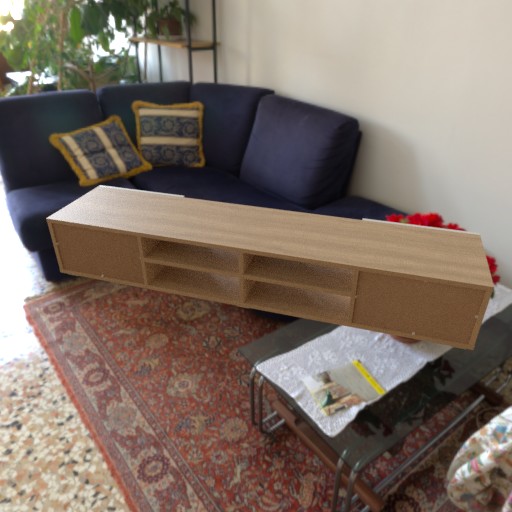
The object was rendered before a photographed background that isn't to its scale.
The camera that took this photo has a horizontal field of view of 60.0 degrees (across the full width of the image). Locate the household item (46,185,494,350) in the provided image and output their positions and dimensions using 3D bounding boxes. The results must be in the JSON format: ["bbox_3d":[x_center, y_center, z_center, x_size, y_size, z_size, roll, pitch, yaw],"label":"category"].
[{"bbox_3d":[0.000,0.000,2.015,1.850,0.310,0.420,9,32,15],"label":"household item"}]
